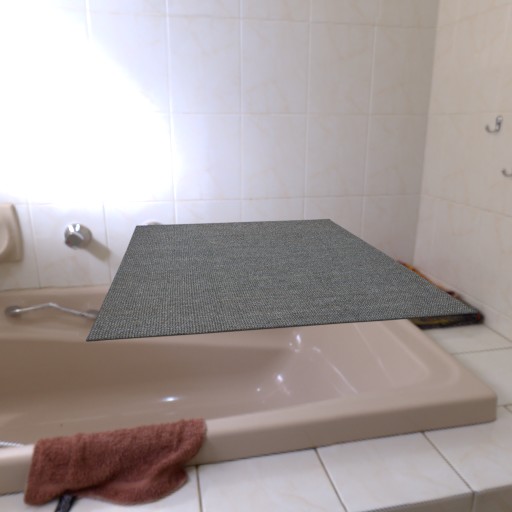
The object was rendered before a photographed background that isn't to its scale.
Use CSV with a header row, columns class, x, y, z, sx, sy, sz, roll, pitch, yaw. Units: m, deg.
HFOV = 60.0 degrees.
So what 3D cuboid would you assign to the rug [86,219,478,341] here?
class,x,y,z,sx,sy,sz,roll,pitch,yaw
rug,0.000,0.000,4.139,2.456,0.021,3.068,-3,17,-9
